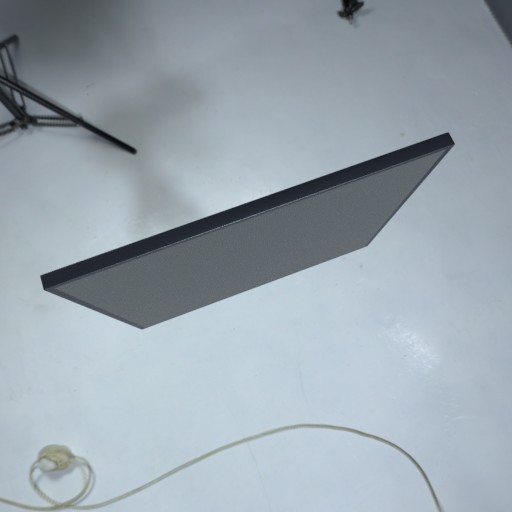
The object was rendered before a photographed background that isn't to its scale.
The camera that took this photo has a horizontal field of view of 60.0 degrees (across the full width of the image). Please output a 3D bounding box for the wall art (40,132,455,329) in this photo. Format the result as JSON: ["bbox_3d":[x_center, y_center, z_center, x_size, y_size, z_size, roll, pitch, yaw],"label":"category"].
[{"bbox_3d":[0.000,0.000,0.744,0.521,0.450,0.018,-20,76,-5],"label":"wall art"}]
